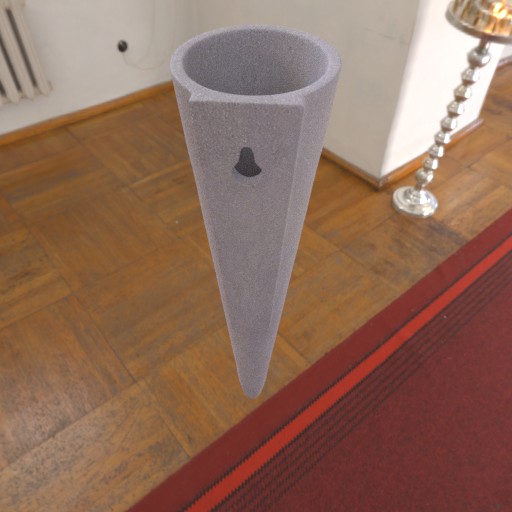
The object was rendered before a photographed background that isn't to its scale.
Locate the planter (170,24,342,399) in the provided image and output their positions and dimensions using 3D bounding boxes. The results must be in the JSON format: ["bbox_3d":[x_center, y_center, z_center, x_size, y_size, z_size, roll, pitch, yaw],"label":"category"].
[{"bbox_3d":[0.000,0.000,0.294,0.078,0.259,0.087,4,46,4],"label":"planter"}]
